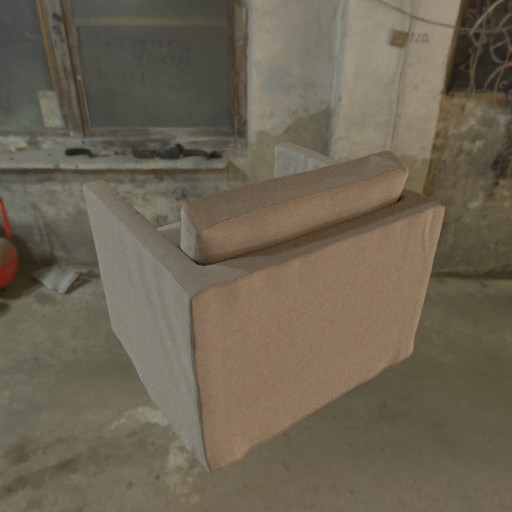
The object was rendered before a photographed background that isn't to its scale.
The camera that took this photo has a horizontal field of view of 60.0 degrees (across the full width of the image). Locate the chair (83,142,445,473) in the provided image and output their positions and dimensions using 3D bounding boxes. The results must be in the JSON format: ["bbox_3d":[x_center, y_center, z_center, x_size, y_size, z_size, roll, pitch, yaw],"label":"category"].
[{"bbox_3d":[0.000,0.000,1.782,1.057,0.863,0.949,-19,35,-29],"label":"chair"}]
